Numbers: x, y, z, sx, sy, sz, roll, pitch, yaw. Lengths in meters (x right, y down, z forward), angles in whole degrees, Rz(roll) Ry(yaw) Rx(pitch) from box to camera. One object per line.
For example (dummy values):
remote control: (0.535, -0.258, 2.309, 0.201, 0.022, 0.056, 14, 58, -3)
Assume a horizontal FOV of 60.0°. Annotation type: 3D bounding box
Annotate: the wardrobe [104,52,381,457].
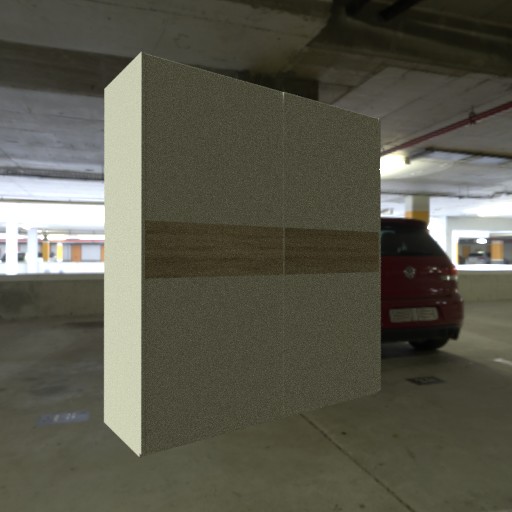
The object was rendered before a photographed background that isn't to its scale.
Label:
wardrobe: (0.000, 0.000, 2.972, 1.830, 2.020, 0.600, 0, 0, -36)
